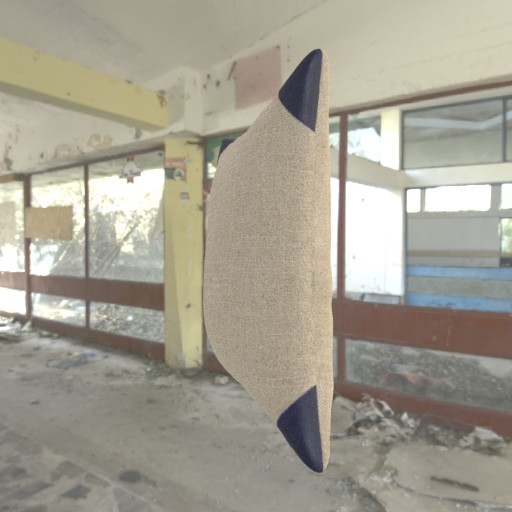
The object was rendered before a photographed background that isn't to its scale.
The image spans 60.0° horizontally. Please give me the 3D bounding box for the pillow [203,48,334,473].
[{"bbox_3d":[0.000,0.000,0.659,0.147,0.441,0.440,-1,2,-18],"label":"pillow"}]
